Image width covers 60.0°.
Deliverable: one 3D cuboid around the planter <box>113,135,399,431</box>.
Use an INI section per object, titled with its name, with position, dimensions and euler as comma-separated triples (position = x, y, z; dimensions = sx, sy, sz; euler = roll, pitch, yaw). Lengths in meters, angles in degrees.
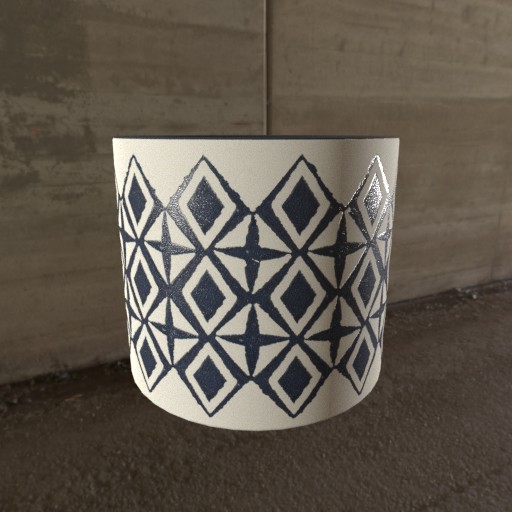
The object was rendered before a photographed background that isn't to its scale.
[planter]
position = 0.000, 0.000, 0.275
dimensions = 0.159, 0.144, 0.159
euler = 0, 16, 0
